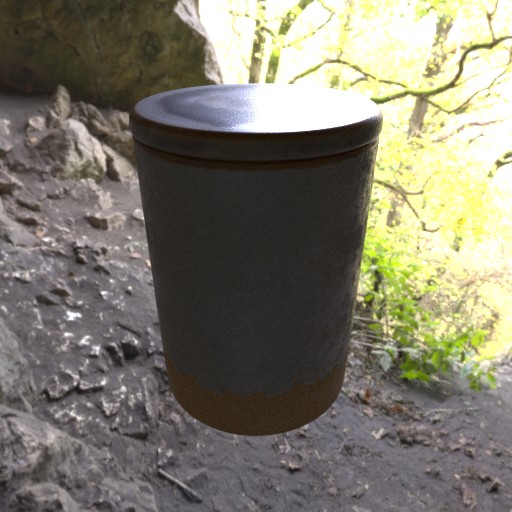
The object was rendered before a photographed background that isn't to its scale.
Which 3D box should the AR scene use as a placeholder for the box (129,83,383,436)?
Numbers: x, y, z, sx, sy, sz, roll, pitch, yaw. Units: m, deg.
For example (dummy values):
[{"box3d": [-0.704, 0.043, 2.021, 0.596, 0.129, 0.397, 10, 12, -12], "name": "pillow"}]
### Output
[{"box3d": [0.000, 0.000, 0.250, 0.118, 0.168, 0.118, 0, 30, 0], "name": "box"}]
